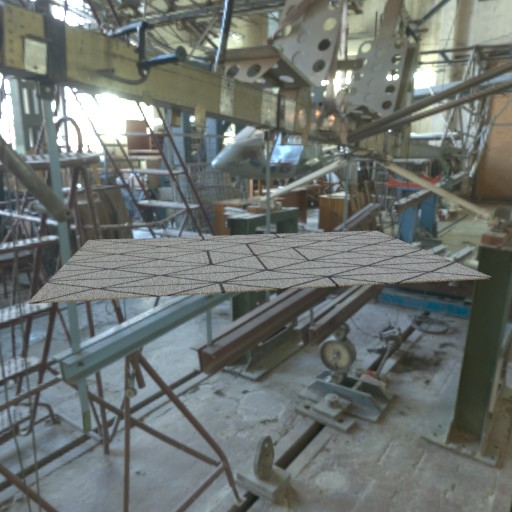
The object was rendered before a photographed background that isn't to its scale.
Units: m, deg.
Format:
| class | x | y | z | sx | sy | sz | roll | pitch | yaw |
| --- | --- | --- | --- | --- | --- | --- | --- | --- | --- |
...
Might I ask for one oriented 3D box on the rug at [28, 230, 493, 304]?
| class | x | y | z | sx | sy | sz | roll | pitch | yaw |
| --- | --- | --- | --- | --- | --- | --- | --- | --- | --- |
| rug | 0.000 | 0.000 | 3.035 | 2.465 | 0.008 | 1.526 | -2 | 14 | -10 |
